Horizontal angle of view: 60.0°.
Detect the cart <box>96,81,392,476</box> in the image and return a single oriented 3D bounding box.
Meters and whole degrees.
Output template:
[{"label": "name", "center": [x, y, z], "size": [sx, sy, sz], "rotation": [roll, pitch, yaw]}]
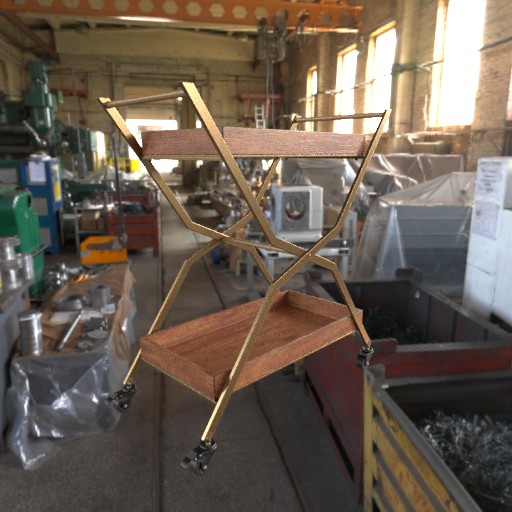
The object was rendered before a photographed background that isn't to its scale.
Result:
[{"label": "cart", "center": [0.000, 0.000, 1.329], "size": [0.405, 0.869, 0.836], "rotation": [13, 18, 43]}]
